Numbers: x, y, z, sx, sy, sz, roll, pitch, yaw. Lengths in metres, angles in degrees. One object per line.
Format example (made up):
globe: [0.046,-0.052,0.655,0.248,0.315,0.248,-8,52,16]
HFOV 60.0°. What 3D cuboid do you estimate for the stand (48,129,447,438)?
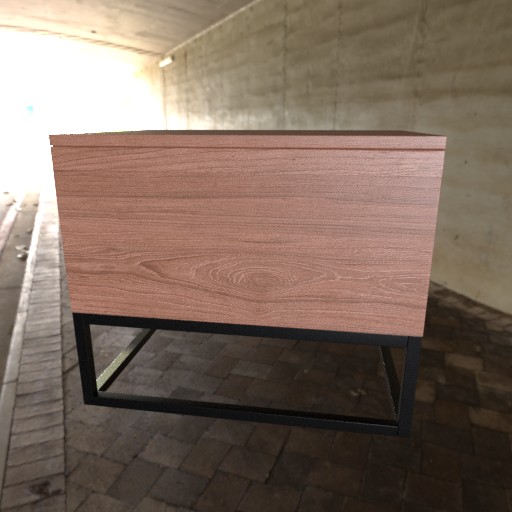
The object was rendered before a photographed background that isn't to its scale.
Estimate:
stand: [0.000,0.000,0.927,0.600,0.500,0.420,3,17,9]
